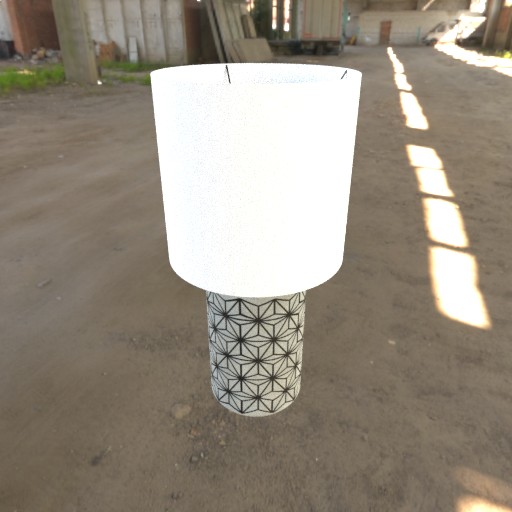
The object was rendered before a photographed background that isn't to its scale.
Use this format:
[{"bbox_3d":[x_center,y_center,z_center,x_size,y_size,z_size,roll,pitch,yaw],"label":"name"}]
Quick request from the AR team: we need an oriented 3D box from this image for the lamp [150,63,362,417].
[{"bbox_3d":[0.000,0.000,0.539,0.206,0.416,0.206,-9,29,-17],"label":"lamp"}]
